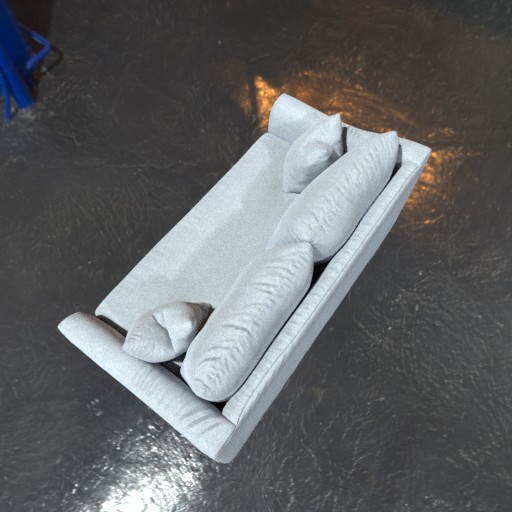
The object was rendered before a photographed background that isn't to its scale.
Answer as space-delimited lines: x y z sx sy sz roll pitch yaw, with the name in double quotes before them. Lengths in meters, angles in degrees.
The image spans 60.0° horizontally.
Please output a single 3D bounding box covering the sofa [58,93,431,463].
"sofa" 0.000 0.000 2.609 1.072 1.018 2.010 33 67 16
